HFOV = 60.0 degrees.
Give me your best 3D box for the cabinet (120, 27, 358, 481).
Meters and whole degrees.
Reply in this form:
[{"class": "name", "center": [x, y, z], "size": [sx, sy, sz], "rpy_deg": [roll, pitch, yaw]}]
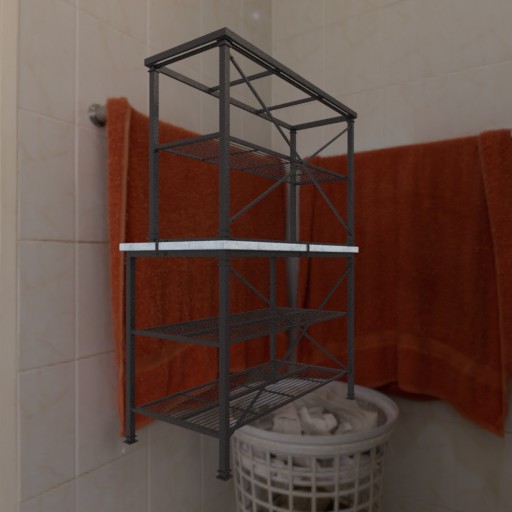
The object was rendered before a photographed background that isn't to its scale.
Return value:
[{"class": "cabinet", "center": [0.000, 0.000, 2.260], "size": [0.610, 1.659, 1.210], "rpy_deg": [0, 0, 36]}]
